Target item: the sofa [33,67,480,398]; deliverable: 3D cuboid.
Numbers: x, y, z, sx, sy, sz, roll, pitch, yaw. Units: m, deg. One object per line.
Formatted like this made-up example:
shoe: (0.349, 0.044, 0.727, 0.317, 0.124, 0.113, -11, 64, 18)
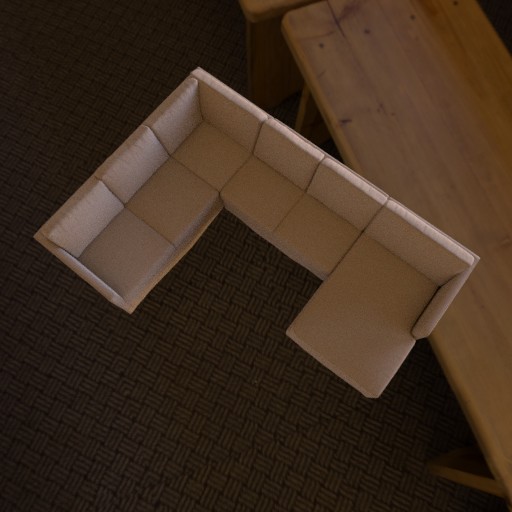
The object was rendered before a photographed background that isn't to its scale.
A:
sofa: (0.000, 0.000, 4.373, 3.460, 0.882, 2.427, 37, 77, 10)
